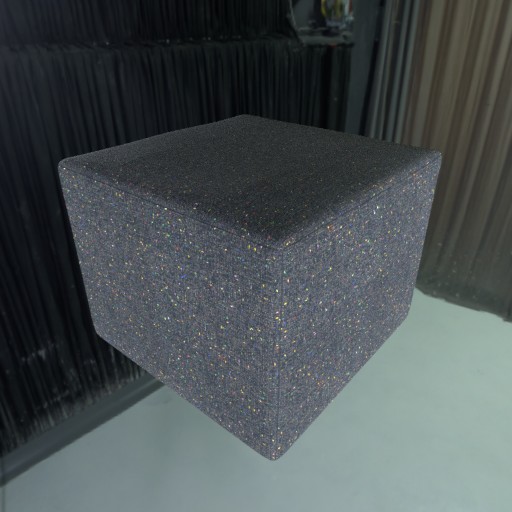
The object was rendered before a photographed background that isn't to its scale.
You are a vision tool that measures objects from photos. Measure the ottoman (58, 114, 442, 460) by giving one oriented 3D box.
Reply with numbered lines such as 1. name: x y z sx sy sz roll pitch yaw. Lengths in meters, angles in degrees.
1. ottoman: 0.000 0.000 0.885 0.508 0.432 0.508 23 36 34
